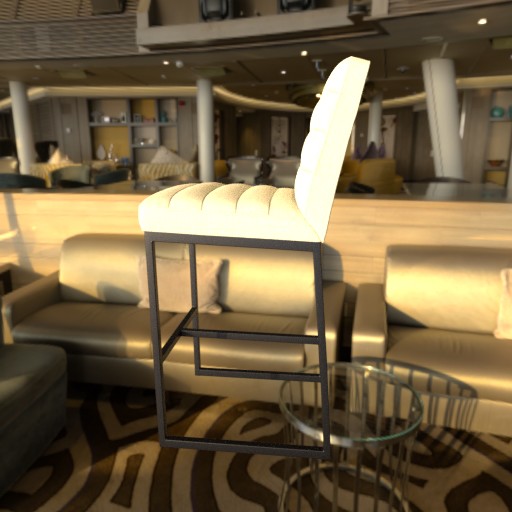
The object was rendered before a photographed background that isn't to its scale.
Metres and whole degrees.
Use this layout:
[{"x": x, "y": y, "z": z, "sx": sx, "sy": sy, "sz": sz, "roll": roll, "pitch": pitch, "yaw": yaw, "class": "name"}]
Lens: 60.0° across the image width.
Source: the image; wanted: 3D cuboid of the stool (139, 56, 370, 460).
[{"x": 0.000, "y": 0.000, "z": 1.337, "sx": 0.560, "sy": 1.040, "sz": 0.460, "roll": 2, "pitch": 14, "yaw": 6, "class": "stool"}]
